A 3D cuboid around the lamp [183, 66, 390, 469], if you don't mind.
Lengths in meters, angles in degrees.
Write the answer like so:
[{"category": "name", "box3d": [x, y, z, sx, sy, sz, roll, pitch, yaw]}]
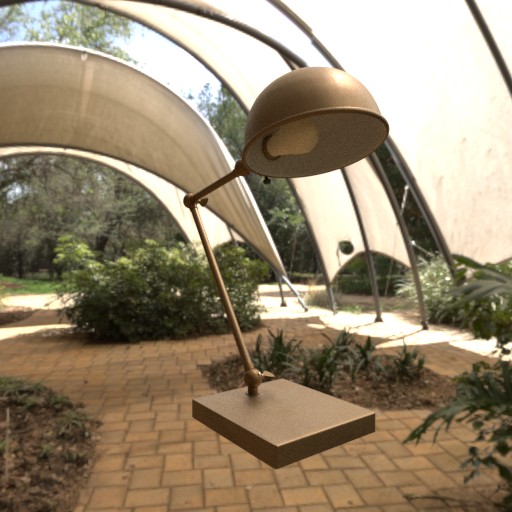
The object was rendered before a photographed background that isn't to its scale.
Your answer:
[{"category": "lamp", "box3d": [0.000, 0.000, 0.526, 0.149, 0.371, 0.339, -1, 1, -37]}]
